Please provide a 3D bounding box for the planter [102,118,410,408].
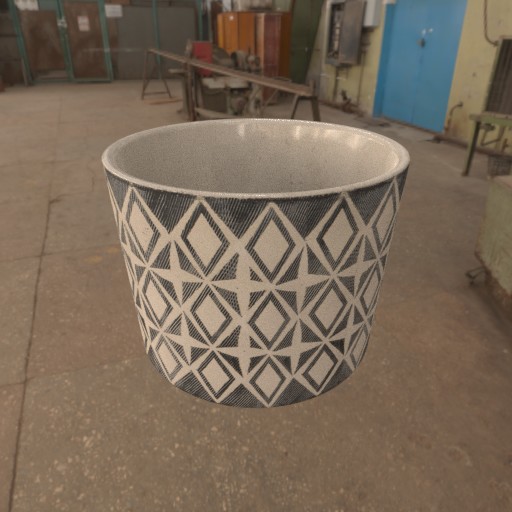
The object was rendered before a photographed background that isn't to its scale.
[{"bbox_3d":[0.000,0.000,0.441,0.260,0.220,0.260,0,27,0],"label":"planter"}]
